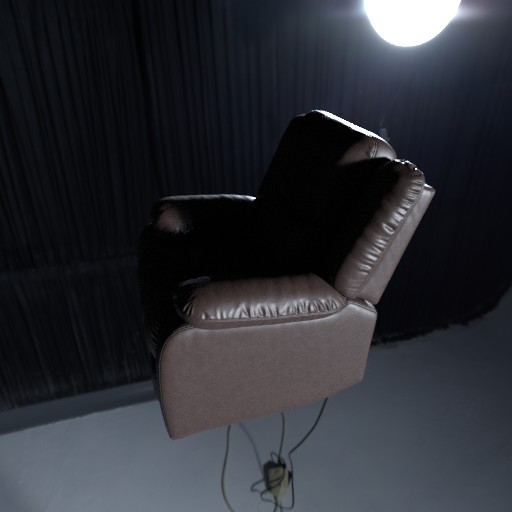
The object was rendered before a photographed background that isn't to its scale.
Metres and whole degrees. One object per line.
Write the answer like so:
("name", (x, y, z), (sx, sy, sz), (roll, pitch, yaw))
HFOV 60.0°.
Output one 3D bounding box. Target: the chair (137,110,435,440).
("chair", (0.000, 0.000, 1.751), (0.934, 1.009, 0.899), (-9, 31, -15))
